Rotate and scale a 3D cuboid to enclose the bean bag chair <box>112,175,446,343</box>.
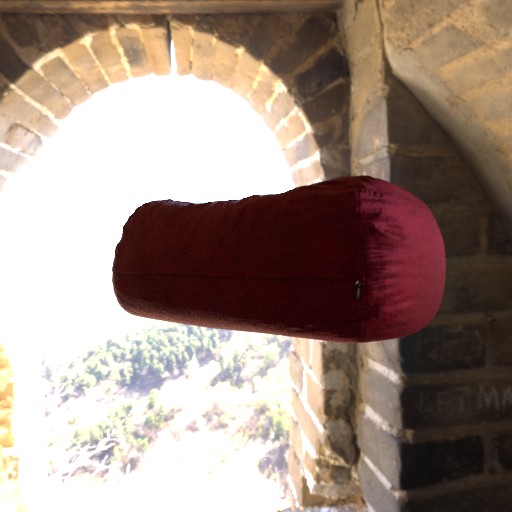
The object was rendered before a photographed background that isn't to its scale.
[{"bbox_3d":[0.000,0.000,2.898,2.293,0.867,1.216,0,0,37],"label":"bean bag chair"}]
